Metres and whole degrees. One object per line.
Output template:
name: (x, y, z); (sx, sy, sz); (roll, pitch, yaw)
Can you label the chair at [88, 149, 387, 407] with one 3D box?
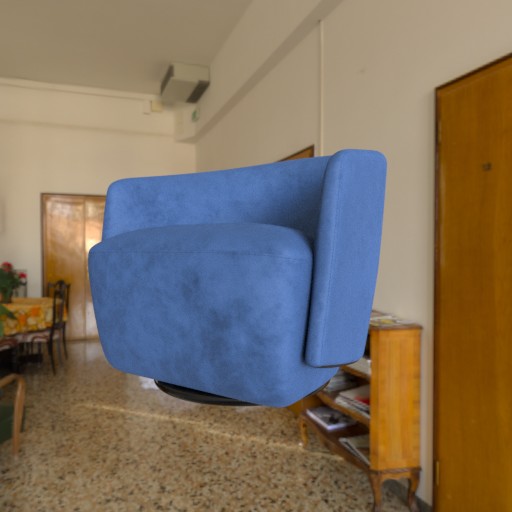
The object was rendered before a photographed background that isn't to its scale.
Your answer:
chair: (0.000, 0.000, 1.337); (0.773, 0.698, 0.767); (1, 1, 34)
